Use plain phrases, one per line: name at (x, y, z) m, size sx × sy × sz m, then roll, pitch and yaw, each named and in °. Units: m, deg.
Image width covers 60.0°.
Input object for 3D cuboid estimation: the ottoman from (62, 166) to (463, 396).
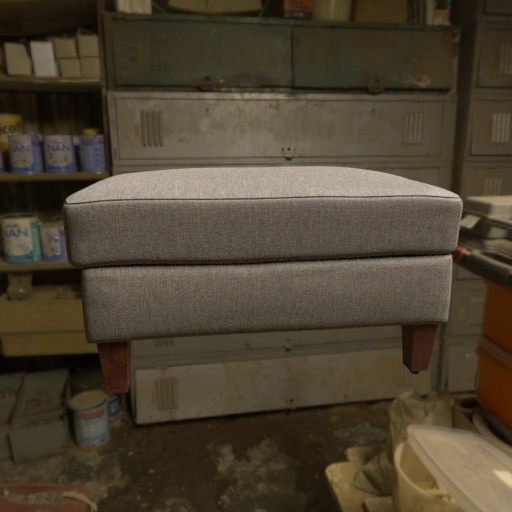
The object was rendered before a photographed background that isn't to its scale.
ottoman at (0.000, 0.000, 1.255) m, size 0.873 × 0.494 × 0.639 m, roll -2°, pitch 14°, yaw -8°
